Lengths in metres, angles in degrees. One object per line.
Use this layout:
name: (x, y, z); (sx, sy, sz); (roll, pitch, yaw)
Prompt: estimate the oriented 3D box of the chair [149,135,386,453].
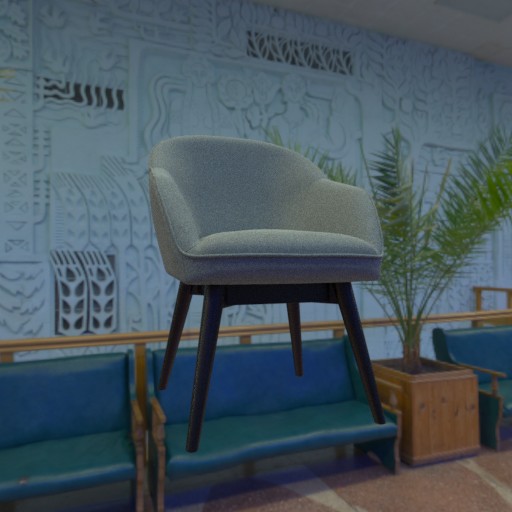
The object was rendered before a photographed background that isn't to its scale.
chair: (0.000, 0.000, 1.236); (0.589, 0.810, 0.611); (0, 0, -20)
